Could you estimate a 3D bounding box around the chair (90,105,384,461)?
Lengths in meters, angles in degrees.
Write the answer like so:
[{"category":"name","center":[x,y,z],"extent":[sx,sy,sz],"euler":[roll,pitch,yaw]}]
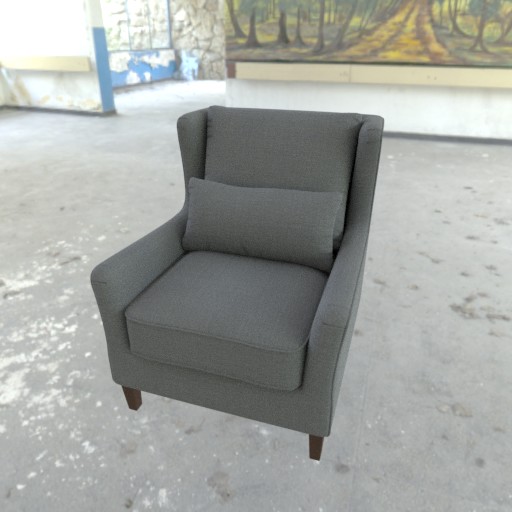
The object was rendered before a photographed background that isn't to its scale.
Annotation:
[{"category":"chair","center":[0.000,0.000,1.798],"extent":[0.866,1.056,1.040],"euler":[8,28,16]}]
